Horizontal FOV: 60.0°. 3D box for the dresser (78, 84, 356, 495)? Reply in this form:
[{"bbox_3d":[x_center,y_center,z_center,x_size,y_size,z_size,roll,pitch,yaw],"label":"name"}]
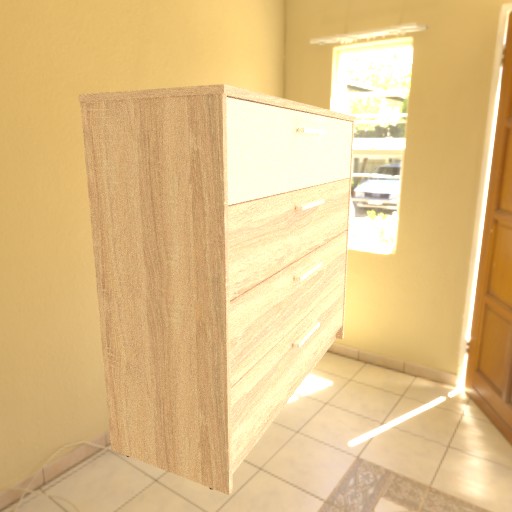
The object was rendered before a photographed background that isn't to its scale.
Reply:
[{"bbox_3d":[0.000,0.000,1.418,0.380,0.900,0.980,7,15,26],"label":"dresser"}]
